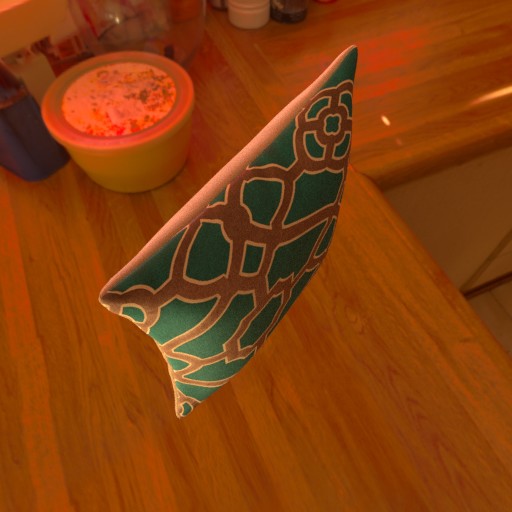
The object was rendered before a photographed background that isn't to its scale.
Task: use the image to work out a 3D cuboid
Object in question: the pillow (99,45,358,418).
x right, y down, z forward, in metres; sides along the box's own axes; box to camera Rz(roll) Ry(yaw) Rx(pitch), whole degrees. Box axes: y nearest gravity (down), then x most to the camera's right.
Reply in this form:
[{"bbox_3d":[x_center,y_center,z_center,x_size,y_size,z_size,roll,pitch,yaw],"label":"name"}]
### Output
[{"bbox_3d":[0.000,0.000,0.764,0.166,0.507,0.526,32,63,18],"label":"pillow"}]
